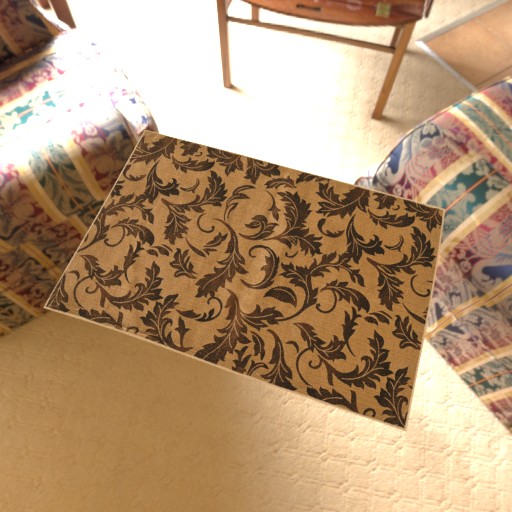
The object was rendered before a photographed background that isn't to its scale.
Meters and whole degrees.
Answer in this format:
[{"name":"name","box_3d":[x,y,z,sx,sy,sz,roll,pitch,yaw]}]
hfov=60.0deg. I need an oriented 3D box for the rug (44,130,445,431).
[{"name":"rug","box_3d":[0.000,0.000,2.915,2.284,0.008,1.522,17,65,8]}]
